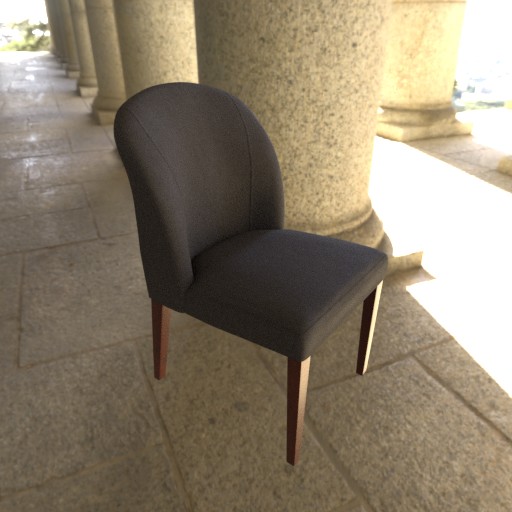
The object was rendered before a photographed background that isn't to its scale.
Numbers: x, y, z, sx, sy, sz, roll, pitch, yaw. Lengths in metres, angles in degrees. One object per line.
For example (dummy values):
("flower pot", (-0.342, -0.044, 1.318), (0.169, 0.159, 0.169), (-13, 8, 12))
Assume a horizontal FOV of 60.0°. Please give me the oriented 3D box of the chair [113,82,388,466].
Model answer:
("chair", (0.000, 0.000, 1.258), (0.619, 0.879, 0.506), (19, 34, 32))
